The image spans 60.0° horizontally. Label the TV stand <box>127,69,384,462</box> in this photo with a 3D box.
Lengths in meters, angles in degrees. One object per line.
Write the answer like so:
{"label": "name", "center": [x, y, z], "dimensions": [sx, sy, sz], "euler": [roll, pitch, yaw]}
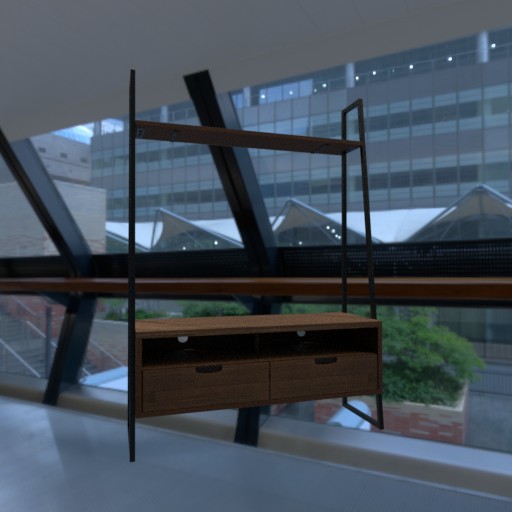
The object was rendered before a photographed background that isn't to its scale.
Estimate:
{"label": "TV stand", "center": [0.000, 0.000, 2.277], "dimensions": [1.250, 1.772, 0.432], "euler": [0, -1, -18]}
